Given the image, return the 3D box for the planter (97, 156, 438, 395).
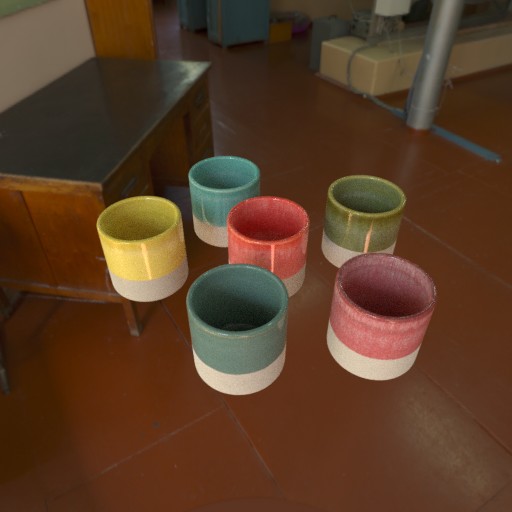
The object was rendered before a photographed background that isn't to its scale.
[{"bbox_3d":[0.000,0.000,0.417,0.286,0.075,0.257,2,40,2],"label":"planter"}]
